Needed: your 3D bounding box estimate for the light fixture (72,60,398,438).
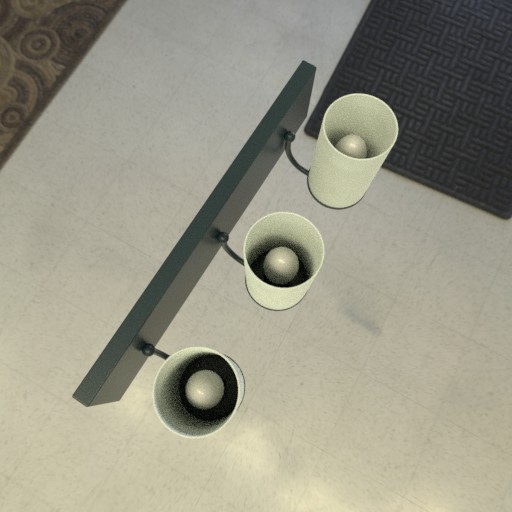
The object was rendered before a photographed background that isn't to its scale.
[{"bbox_3d":[0.000,0.000,0.518,0.145,0.172,0.451,31,77,8],"label":"light fixture"}]
